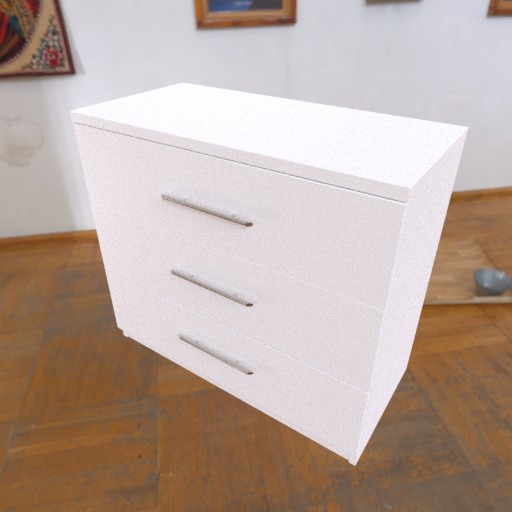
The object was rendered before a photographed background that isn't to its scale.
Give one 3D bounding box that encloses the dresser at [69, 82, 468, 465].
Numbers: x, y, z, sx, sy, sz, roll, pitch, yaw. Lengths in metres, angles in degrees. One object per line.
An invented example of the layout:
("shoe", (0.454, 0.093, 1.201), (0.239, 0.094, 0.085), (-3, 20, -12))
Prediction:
("dresser", (0.000, 0.000, 1.210), (0.830, 0.740, 0.420), (20, 38, 28))
